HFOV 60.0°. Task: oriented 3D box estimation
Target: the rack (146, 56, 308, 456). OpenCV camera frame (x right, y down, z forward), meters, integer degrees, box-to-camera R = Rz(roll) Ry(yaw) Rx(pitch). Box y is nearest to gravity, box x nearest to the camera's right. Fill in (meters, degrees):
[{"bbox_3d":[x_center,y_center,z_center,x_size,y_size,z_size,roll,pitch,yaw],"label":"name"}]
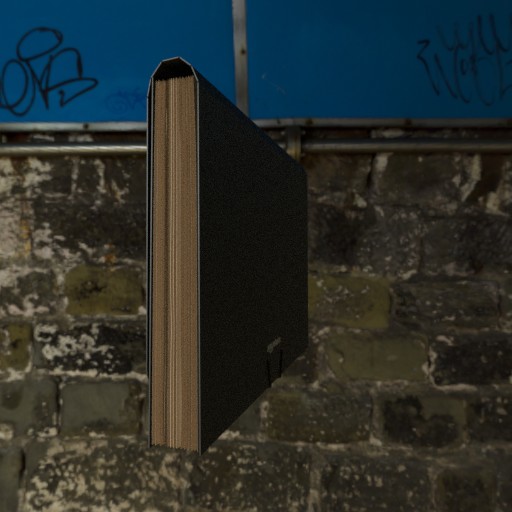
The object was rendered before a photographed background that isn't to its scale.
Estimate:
[{"bbox_3d":[0.000,0.000,0.426,0.041,0.241,0.330,0,0,18],"label":"rack"}]
